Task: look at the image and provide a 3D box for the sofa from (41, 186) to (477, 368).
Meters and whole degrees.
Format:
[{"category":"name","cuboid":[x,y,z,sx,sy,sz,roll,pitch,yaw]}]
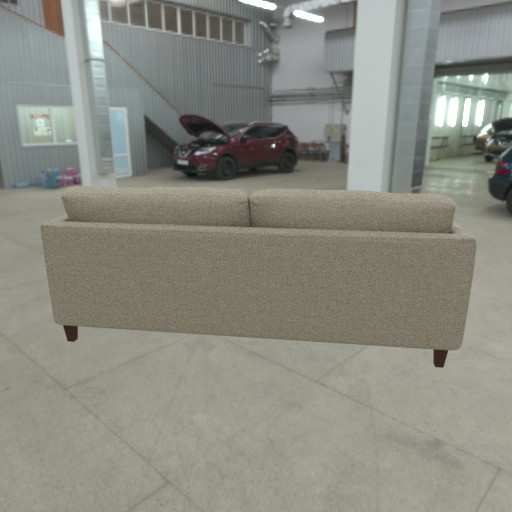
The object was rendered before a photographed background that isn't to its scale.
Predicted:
[{"category":"sofa","cuboid":[0.000,0.000,2.921,2.434,0.965,0.951,2,17,8]}]
